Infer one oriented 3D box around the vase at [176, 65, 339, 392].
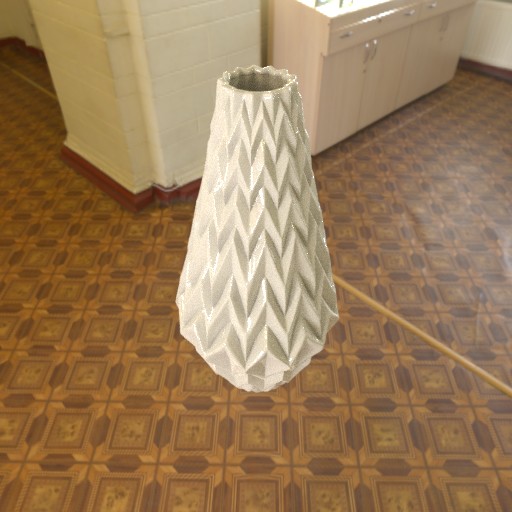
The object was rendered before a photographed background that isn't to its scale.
[{"bbox_3d":[0.000,0.000,0.414,0.167,0.328,0.167,0,42,0],"label":"vase"}]
